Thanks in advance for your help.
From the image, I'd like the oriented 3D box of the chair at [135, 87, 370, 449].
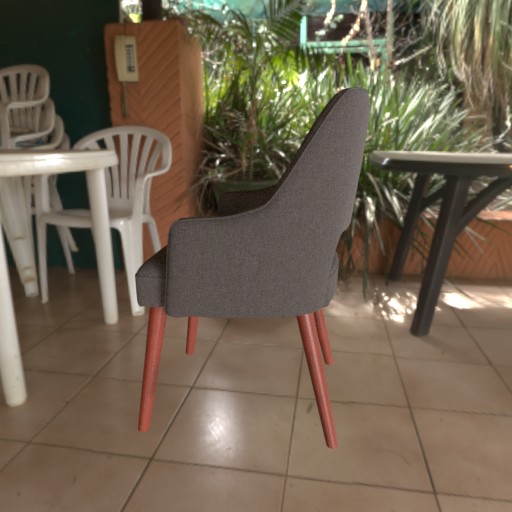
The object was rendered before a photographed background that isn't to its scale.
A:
[{"bbox_3d":[0.000,0.000,1.214,0.560,0.838,0.559,2,15,8],"label":"chair"}]
